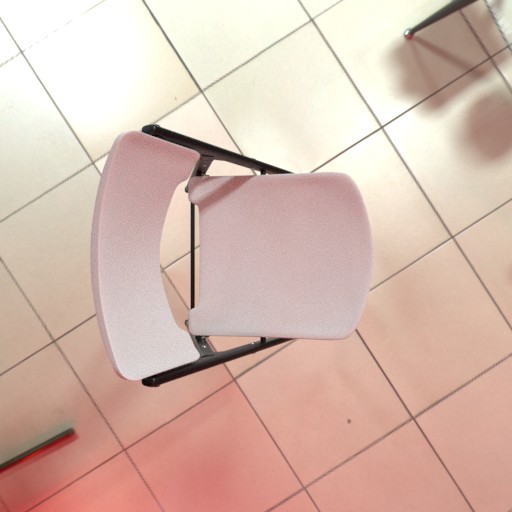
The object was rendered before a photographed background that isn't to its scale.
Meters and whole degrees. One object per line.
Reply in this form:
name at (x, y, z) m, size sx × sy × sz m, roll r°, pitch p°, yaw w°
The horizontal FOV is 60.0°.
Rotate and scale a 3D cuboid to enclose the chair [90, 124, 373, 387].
chair at (0.000, 0.000, 1.119) m, size 0.577 × 0.765 × 0.482 m, roll 0°, pitch 90°, yaw 0°
